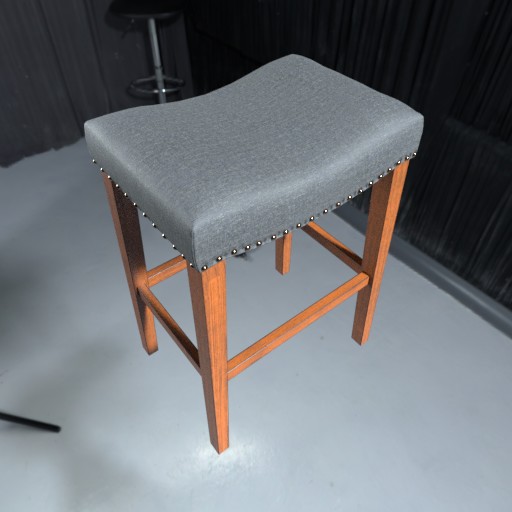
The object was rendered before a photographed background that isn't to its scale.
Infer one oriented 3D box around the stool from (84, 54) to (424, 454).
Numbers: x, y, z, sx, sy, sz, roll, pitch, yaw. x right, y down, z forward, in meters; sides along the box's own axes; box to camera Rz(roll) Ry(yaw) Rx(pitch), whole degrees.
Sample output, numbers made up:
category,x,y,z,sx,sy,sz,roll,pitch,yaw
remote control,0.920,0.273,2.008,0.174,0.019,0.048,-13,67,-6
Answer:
category,x,y,z,sx,sy,sz,roll,pitch,yaw
stool,0.000,0.000,0.854,0.439,0.612,0.320,-29,52,-26
